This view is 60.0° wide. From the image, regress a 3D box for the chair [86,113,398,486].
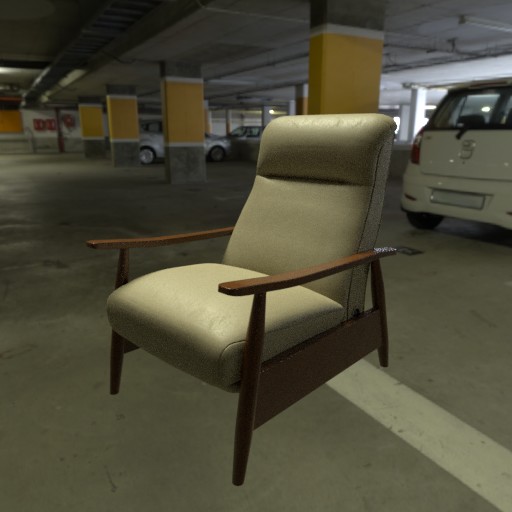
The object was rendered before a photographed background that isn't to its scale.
[{"bbox_3d":[0.000,0.000,1.740,0.762,1.082,1.014,14,21,41],"label":"chair"}]
